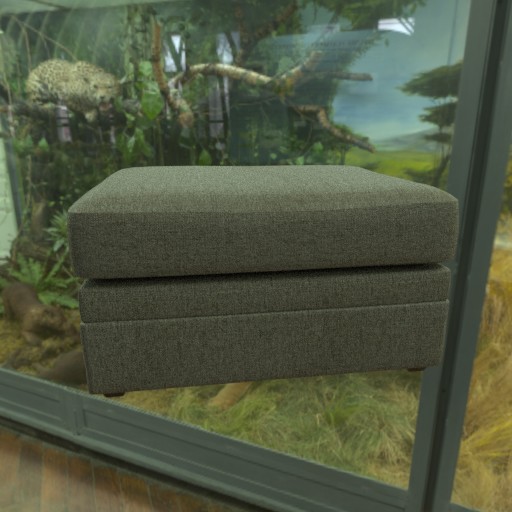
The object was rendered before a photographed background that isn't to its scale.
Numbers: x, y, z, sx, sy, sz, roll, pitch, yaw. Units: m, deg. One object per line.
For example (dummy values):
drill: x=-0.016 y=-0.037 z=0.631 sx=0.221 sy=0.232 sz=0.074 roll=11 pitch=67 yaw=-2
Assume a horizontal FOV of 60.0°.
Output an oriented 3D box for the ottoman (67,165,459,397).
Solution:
ottoman: x=0.000 y=0.000 z=1.262 sx=0.885 sy=0.478 sz=0.637 roll=-3 pitch=18 yaw=-8
